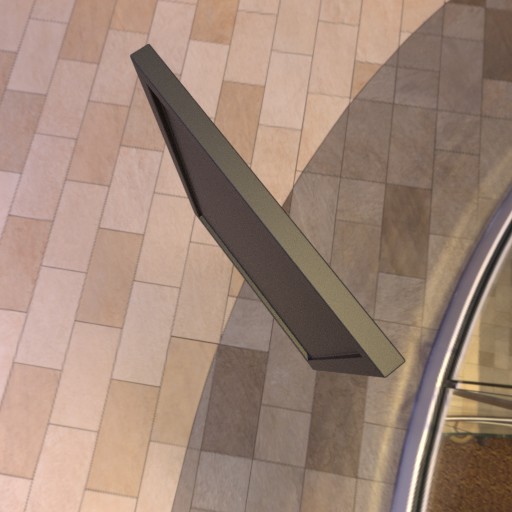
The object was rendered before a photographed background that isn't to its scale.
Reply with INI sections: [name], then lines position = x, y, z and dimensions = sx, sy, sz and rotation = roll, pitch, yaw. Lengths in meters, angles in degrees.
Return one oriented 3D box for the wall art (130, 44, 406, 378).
[wall art]
position = 0.000, 0.000, 0.749
dimensions = 0.028, 0.559, 0.457
rotation = -36, 79, -8
